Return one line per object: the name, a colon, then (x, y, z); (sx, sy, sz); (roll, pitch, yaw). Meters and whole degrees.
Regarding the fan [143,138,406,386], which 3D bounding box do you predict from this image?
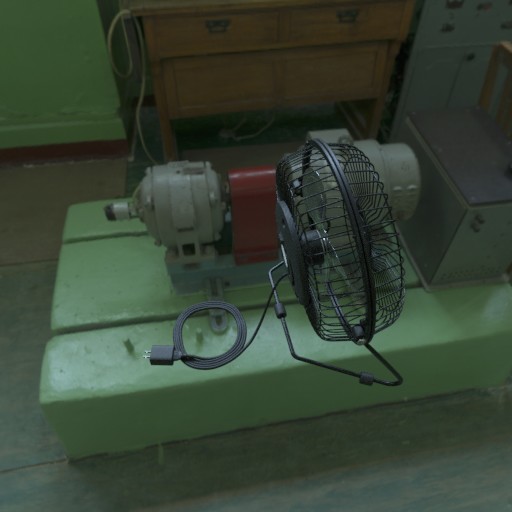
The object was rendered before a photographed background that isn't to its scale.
fan: (0.000, 0.000, 0.387); (0.227, 0.188, 0.209); (-8, 48, -8)
